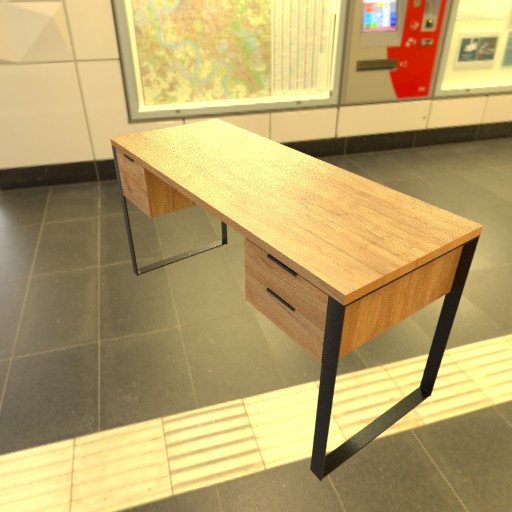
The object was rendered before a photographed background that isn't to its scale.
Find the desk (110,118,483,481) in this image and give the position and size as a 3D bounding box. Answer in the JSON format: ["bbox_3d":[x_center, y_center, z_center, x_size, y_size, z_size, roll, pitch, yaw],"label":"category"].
[{"bbox_3d":[0.000,0.000,1.919,0.600,0.760,1.520,-21,38,-30],"label":"desk"}]
